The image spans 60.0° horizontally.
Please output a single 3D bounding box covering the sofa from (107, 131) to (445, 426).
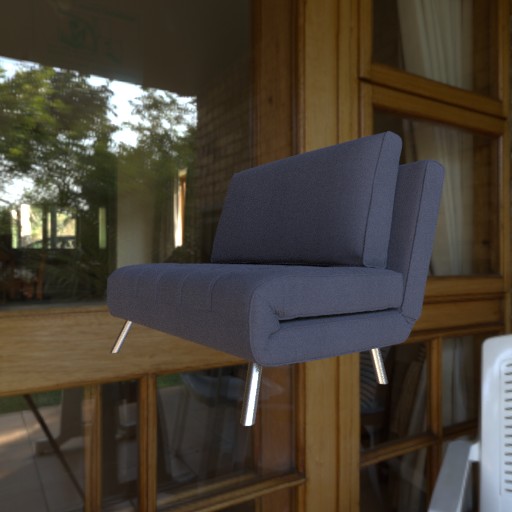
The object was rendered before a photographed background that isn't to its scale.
[{"bbox_3d":[0.000,0.000,1.890,0.910,0.910,1.220,0,0,-36],"label":"sofa"}]
